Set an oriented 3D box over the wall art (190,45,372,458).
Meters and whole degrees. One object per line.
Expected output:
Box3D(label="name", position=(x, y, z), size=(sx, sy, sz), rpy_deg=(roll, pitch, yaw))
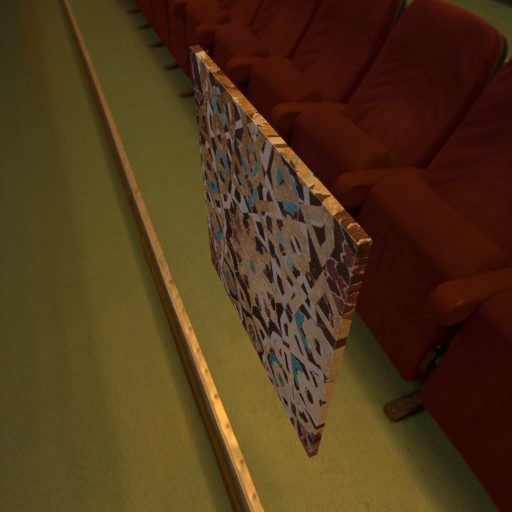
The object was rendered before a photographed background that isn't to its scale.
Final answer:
Box3D(label="wall art", position=(0.000, 0.000, 1.113), size=(0.028, 0.762, 0.757), rpy_deg=(-17, 48, -16))
